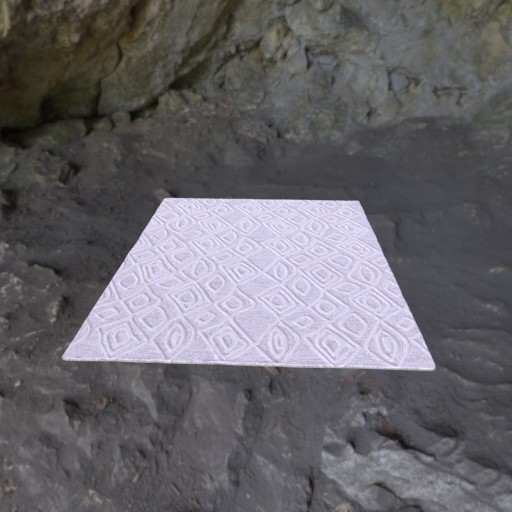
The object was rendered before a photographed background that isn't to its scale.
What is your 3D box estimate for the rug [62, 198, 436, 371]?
[{"bbox_3d":[0.000,0.000,4.212,2.449,0.025,3.049,1,28,2],"label":"rug"}]
